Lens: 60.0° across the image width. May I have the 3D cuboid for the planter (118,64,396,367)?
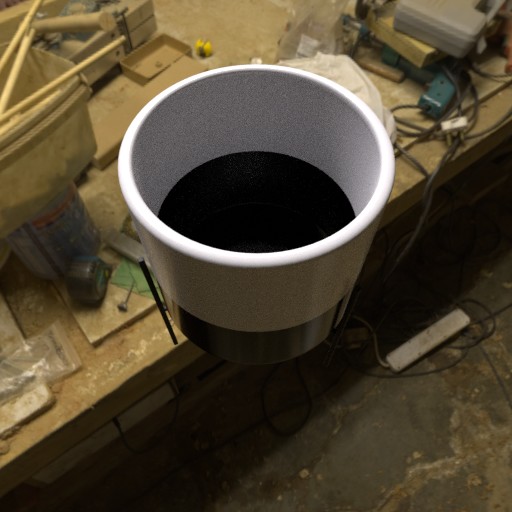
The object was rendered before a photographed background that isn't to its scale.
[{"bbox_3d":[0.000,0.000,0.661,0.310,0.432,0.310,-32,63,-18],"label":"planter"}]
